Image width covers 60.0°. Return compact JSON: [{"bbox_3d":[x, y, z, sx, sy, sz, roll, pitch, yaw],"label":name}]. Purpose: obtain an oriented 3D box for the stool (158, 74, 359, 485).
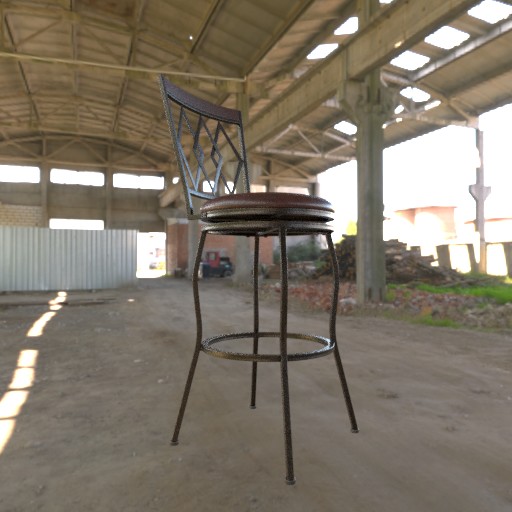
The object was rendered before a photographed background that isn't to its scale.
[{"bbox_3d":[0.000,0.000,1.416,0.521,1.134,0.432,-1,-1,35],"label":"stool"}]
